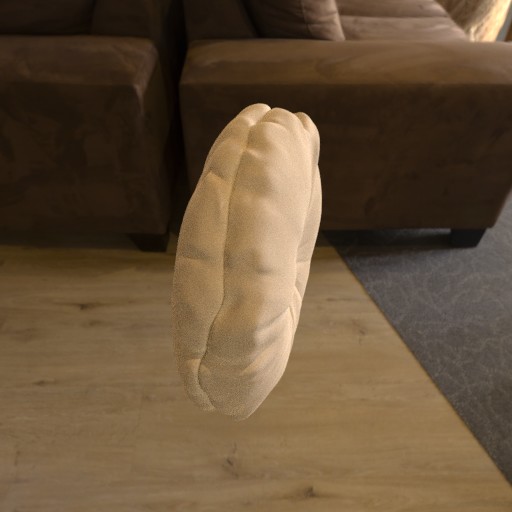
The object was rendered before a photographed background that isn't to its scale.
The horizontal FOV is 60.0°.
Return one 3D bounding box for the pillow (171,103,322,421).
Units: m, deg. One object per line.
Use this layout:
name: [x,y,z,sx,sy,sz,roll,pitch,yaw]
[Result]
pillow: [0.000,0.000,0.631,0.148,0.407,0.428,11,47,10]
